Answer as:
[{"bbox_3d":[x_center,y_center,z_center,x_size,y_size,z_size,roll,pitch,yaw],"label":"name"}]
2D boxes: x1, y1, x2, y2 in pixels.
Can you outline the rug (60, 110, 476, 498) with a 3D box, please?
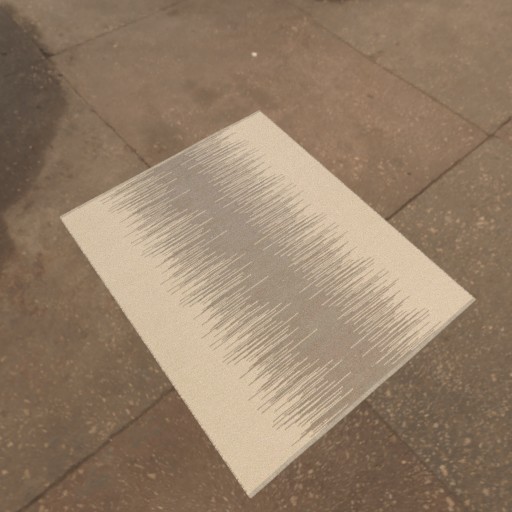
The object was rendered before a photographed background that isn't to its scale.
[{"bbox_3d":[0.000,0.000,4.041,2.453,0.010,3.037,-34,64,-19],"label":"rug"}]
